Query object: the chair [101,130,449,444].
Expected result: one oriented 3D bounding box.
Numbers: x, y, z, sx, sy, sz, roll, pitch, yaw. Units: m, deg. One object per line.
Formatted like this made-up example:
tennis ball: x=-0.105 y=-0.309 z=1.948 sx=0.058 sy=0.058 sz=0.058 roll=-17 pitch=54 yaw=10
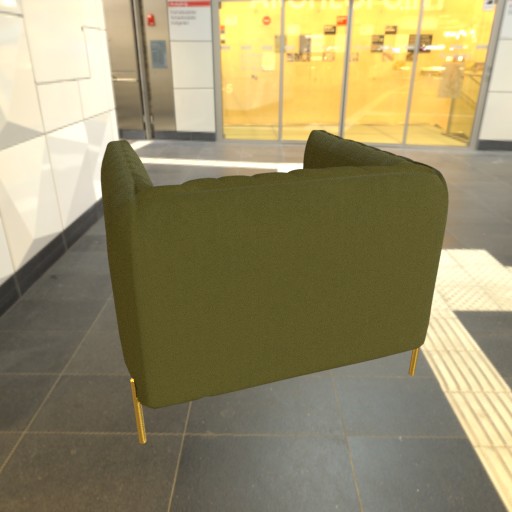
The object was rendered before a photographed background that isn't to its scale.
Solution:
chair: x=0.000 y=0.000 z=1.657 sx=1.032 sy=0.794 sz=0.877 roll=-8 pitch=25 yaw=-17
